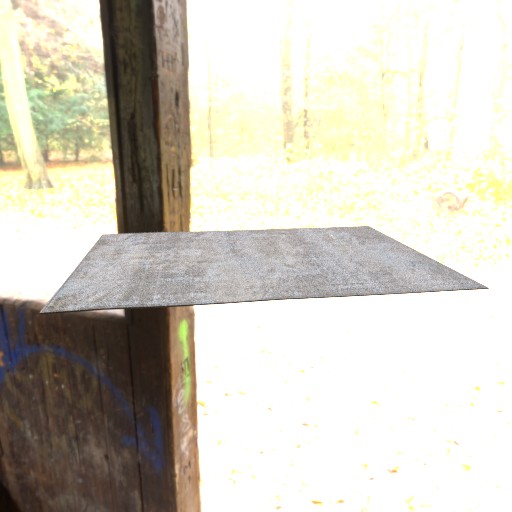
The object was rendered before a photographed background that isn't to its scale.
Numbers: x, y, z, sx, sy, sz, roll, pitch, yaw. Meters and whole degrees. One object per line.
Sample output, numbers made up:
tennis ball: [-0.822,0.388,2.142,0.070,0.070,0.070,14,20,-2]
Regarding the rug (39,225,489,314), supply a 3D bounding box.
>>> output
rug: [0.000,0.000,4.335,3.307,0.013,2.393,-2,16,-8]
